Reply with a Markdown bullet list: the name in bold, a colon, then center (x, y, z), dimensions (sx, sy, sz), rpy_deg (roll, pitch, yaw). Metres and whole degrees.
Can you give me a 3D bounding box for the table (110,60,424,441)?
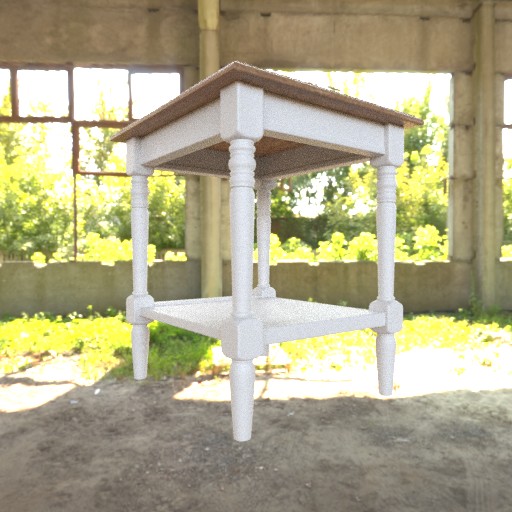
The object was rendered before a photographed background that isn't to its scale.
- **table**: center (0.000, 0.000, 0.953), dimensions (0.457, 0.561, 0.508), rpy_deg (-1, 1, -37)
